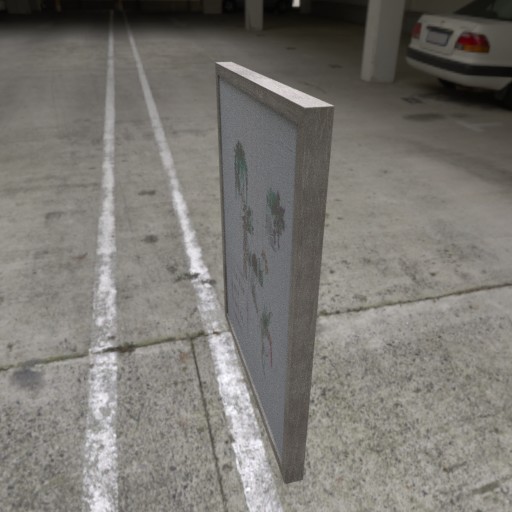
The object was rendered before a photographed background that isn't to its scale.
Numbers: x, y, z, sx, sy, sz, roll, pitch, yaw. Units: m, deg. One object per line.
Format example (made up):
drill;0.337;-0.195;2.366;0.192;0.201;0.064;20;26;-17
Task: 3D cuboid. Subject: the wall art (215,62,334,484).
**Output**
wall art;0.000;0.000;0.693;0.032;0.521;0.421;-8;30;-14
